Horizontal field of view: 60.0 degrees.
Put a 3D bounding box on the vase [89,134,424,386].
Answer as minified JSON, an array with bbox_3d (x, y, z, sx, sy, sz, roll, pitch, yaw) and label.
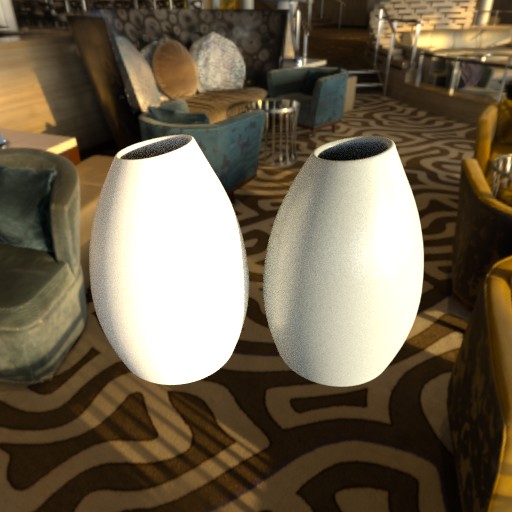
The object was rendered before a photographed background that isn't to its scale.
[{"bbox_3d":[0.000,0.000,0.249,0.187,0.131,0.089,0,30,1],"label":"vase"}]
